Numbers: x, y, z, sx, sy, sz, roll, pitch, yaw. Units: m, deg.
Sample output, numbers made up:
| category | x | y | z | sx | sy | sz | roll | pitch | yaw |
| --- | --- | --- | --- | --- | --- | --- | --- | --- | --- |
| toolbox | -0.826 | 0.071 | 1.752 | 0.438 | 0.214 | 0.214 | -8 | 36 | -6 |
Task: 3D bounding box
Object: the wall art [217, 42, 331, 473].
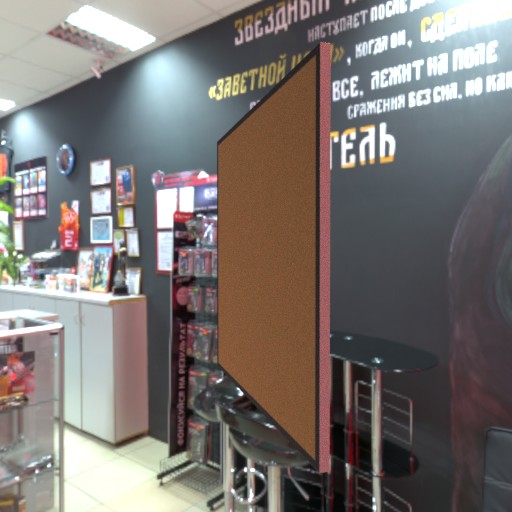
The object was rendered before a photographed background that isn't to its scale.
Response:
| category | x | y | z | sx | sy | sz | roll | pitch | yaw |
| --- | --- | --- | --- | --- | --- | --- | --- | --- | --- |
| wall art | 0.000 | 0.000 | 1.209 | 0.022 | 0.803 | 0.805 | 0 | 1 | -19 |
